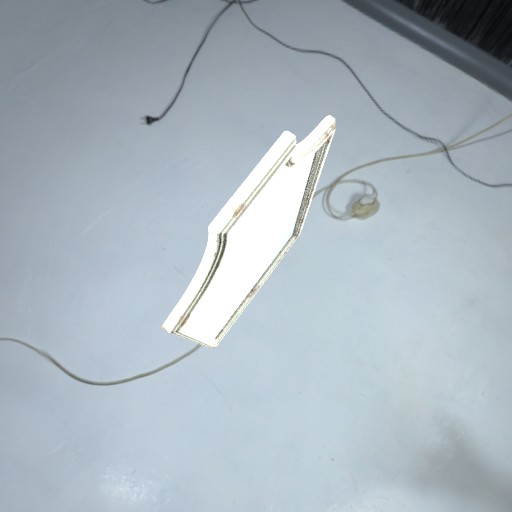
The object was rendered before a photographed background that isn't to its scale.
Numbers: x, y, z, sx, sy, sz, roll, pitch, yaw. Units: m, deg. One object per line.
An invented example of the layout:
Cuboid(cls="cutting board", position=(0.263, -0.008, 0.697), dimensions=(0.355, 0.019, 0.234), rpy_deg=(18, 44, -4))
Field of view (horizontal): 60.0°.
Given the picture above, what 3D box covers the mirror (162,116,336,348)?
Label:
Cuboid(cls="mirror", position=(0.000, 0.000, 0.862), dimensions=(0.022, 0.717, 0.403), rpy_deg=(36, 79, 8))
